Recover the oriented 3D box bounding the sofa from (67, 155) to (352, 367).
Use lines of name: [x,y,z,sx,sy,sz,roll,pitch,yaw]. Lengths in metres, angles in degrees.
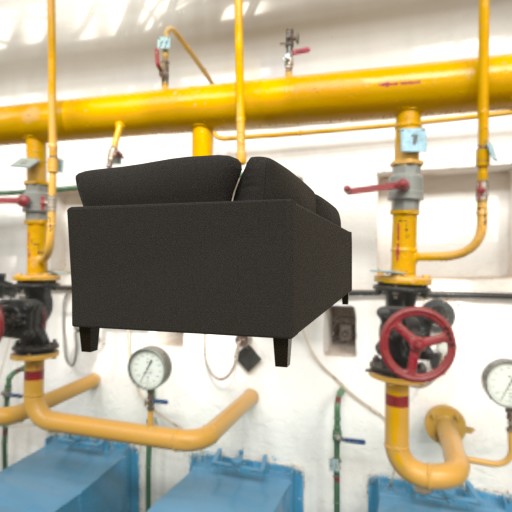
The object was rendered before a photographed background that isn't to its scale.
sofa: [0.000,0.000,2.753,0.969,0.792,2.312,0,0,17]
